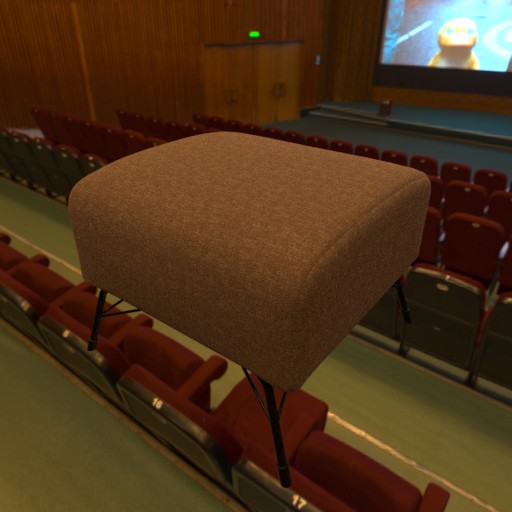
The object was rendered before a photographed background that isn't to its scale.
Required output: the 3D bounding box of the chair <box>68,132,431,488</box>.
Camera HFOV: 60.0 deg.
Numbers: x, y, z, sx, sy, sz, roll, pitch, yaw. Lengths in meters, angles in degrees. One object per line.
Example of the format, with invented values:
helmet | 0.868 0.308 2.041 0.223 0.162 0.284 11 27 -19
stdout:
chair | 0.000 0.000 0.906 0.530 0.410 0.530 21 36 32
